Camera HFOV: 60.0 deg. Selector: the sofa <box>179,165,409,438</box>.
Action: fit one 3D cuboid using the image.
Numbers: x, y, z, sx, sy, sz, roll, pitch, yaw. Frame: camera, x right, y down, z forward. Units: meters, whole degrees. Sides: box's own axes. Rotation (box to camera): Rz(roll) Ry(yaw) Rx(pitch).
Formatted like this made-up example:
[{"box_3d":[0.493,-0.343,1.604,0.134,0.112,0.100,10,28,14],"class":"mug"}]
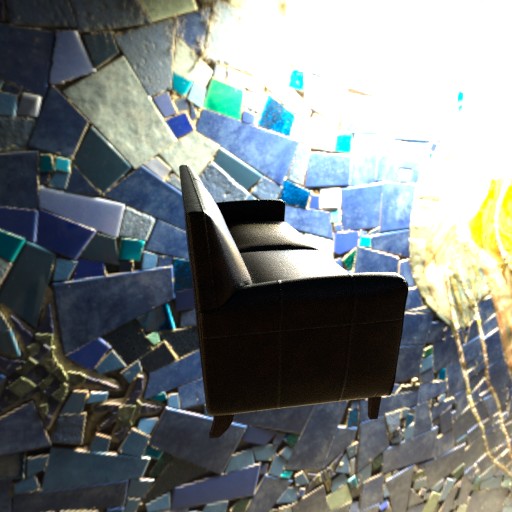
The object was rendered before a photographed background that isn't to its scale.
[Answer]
[{"box_3d":[0.000,0.000,2.463,0.786,0.871,1.995,-3,16,-10],"class":"sofa"}]
